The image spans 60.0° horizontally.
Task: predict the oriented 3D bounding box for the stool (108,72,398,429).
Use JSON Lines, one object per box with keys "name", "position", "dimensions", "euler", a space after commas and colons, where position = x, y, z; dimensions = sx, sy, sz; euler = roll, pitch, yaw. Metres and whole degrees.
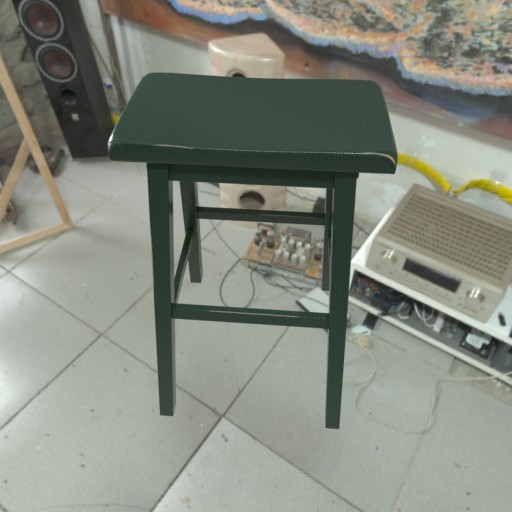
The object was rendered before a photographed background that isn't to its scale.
{"name": "stool", "position": [0.000, 0.000, 1.017], "dimensions": [0.457, 0.737, 0.476], "euler": [3, 47, 3]}
